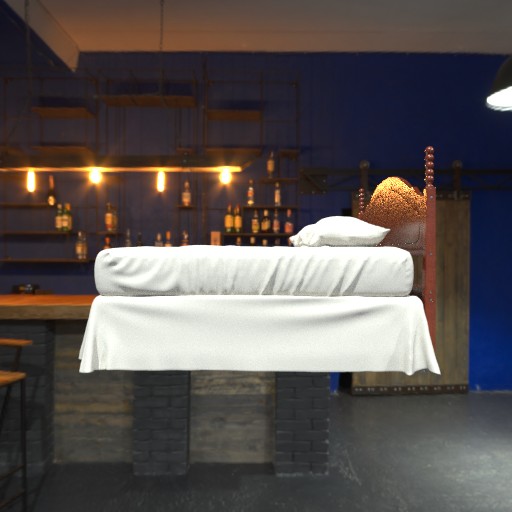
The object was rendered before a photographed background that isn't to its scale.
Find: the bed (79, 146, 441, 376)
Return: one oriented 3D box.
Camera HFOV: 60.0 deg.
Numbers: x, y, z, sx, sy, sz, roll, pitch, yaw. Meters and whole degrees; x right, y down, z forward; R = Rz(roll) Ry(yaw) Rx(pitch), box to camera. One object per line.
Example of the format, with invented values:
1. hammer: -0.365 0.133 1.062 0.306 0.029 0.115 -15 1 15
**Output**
1. bed: 0.000 0.000 3.645 2.219 1.355 2.322 0 1 1
